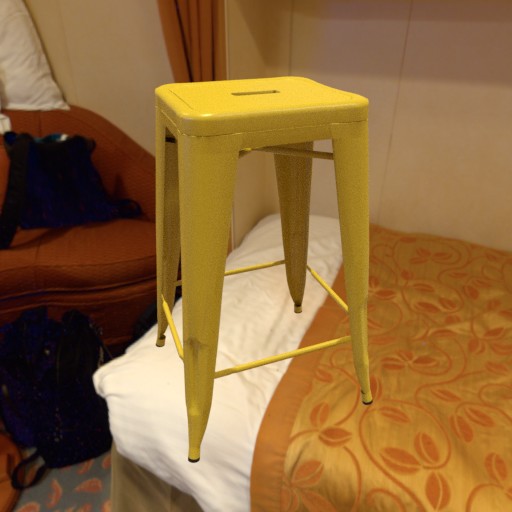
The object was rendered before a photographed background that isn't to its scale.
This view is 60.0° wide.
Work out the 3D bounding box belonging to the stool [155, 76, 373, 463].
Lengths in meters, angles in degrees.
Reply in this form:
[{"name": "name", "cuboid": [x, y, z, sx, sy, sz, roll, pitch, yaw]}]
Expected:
[{"name": "stool", "cuboid": [0.000, 0.000, 0.861, 0.399, 0.609, 0.359, -11, 32, -18]}]
